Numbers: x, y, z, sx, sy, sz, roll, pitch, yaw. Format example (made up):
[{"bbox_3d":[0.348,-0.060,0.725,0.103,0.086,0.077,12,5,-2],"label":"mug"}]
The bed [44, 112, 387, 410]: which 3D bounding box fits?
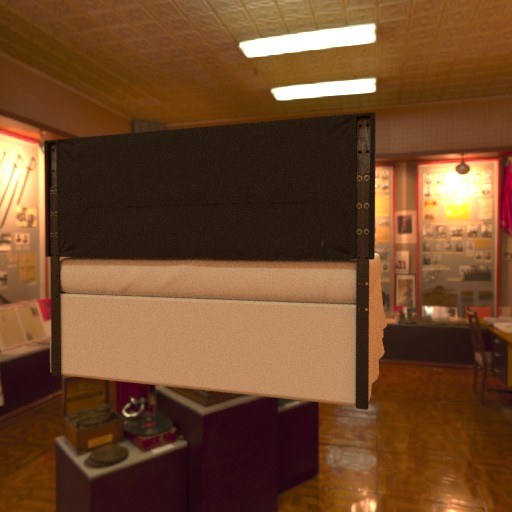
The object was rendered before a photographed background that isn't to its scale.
[{"bbox_3d":[0.000,0.000,2.894,1.621,1.168,1.958,0,1,17],"label":"bed"}]
